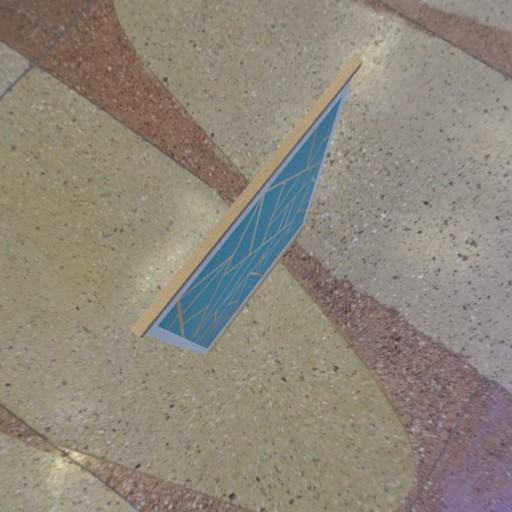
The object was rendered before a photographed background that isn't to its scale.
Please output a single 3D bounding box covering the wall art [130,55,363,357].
[{"bbox_3d":[0.000,0.000,1.923,0.030,1.519,0.990,36,78,9],"label":"wall art"}]
